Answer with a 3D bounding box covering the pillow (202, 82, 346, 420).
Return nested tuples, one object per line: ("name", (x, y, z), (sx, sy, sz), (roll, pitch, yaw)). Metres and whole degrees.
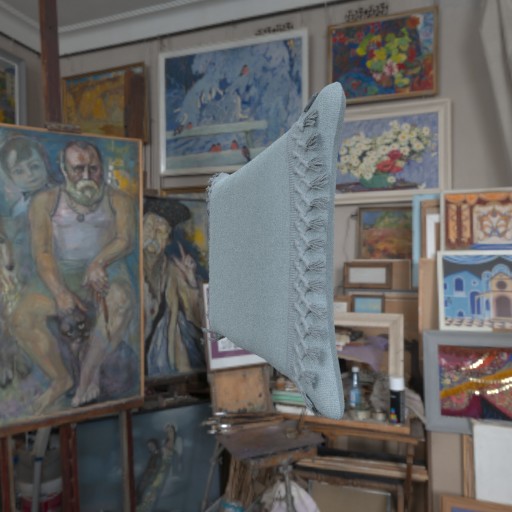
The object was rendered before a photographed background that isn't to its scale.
("pillow", (0.000, 0.000, 0.601), (0.084, 0.305, 0.466), (0, 0, -18))
